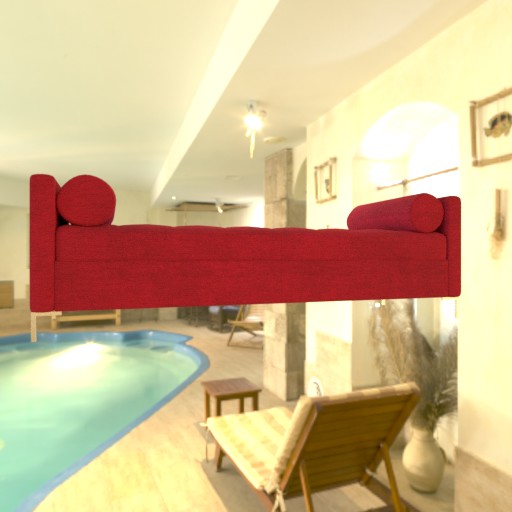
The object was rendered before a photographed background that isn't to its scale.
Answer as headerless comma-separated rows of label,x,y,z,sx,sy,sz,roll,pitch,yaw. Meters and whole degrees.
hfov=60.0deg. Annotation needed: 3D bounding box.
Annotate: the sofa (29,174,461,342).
sofa,0.000,0.000,2.257,1.981,0.635,0.686,0,0,-18
